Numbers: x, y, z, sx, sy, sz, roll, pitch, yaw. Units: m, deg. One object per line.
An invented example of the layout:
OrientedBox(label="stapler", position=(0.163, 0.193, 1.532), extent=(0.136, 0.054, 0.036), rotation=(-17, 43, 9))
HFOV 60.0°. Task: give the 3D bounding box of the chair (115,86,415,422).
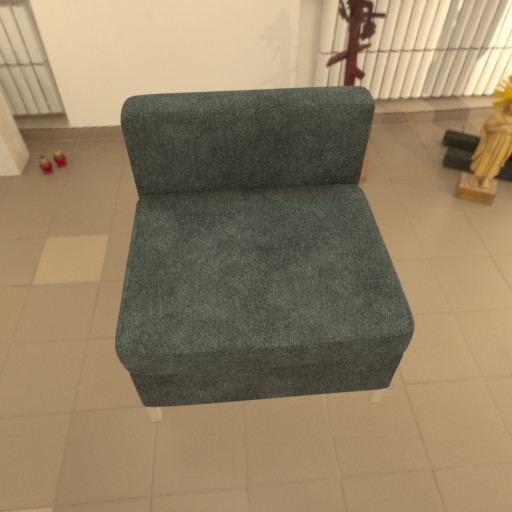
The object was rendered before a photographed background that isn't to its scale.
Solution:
OrientedBox(label="chair", position=(0.000, 0.000, 1.224), extent=(0.680, 0.660, 0.680), rotation=(-4, 47, -3))
